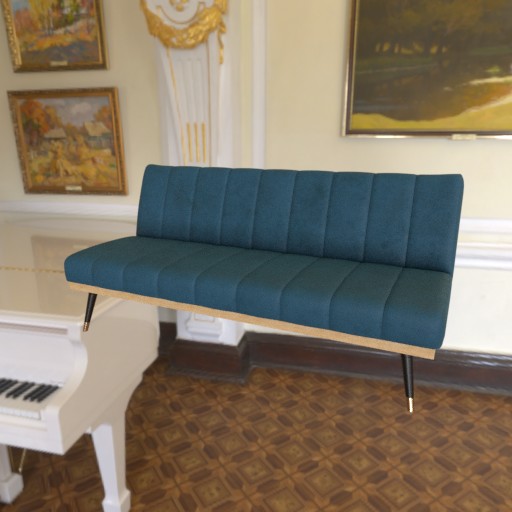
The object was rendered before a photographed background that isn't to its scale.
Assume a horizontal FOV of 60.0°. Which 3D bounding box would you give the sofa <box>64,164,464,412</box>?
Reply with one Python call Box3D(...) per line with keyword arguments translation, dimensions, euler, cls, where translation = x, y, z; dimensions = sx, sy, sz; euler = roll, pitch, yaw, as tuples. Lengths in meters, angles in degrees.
Box3D(translation=(0.000, 0.000, 2.222), dimensions=(1.810, 0.825, 0.830), euler=(7, 17, 24), cls="sofa")
